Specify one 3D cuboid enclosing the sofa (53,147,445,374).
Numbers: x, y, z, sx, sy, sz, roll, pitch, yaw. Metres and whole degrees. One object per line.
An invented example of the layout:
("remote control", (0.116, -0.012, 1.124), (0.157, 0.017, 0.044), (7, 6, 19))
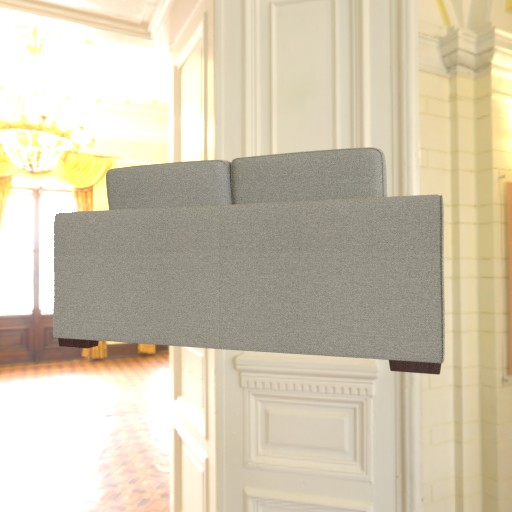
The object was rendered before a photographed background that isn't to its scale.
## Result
("sofa", (0.000, 0.000, 2.408), (1.812, 0.924, 1.007), (0, -1, 19))
